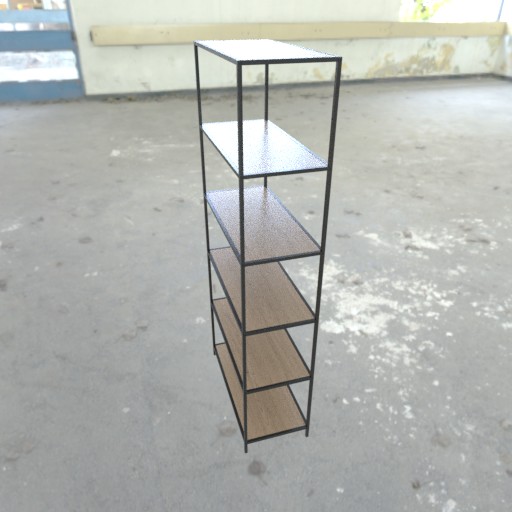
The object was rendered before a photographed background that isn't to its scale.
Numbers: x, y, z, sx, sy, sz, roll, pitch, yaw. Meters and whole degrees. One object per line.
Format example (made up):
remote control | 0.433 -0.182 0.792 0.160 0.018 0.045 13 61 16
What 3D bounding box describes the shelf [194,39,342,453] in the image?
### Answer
shelf | 0.000 0.000 2.166 0.350 1.850 0.770 -9 31 -14
